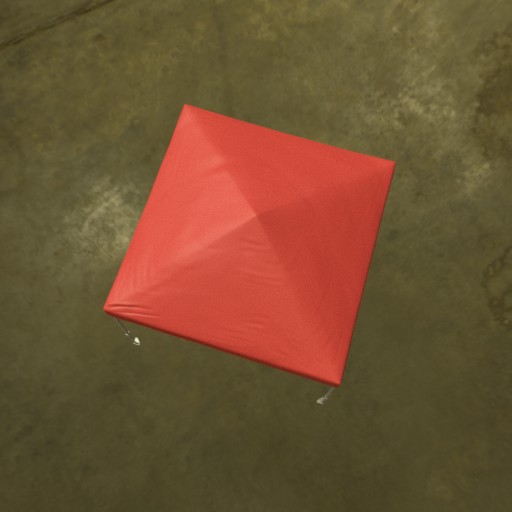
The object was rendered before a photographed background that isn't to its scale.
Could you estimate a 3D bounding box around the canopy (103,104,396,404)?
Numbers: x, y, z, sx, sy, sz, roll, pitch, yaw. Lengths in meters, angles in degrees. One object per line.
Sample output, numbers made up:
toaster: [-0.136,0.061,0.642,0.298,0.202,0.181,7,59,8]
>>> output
canopy: [0.000,0.000,5.310,2.849,2.849,2.848,17,76,4]
